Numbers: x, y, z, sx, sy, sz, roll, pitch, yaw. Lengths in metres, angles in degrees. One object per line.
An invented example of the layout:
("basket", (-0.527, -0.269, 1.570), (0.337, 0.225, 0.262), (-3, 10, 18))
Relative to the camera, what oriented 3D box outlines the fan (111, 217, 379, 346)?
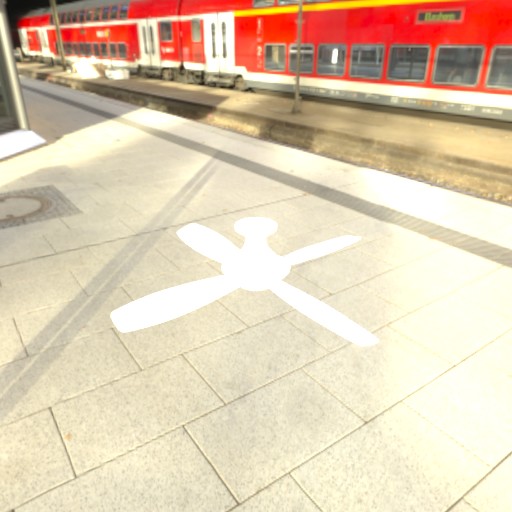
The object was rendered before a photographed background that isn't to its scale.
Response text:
("fan", (0.000, 0.000, 2.521), (1.693, 0.382, 1.694), (-19, 32, -33))
